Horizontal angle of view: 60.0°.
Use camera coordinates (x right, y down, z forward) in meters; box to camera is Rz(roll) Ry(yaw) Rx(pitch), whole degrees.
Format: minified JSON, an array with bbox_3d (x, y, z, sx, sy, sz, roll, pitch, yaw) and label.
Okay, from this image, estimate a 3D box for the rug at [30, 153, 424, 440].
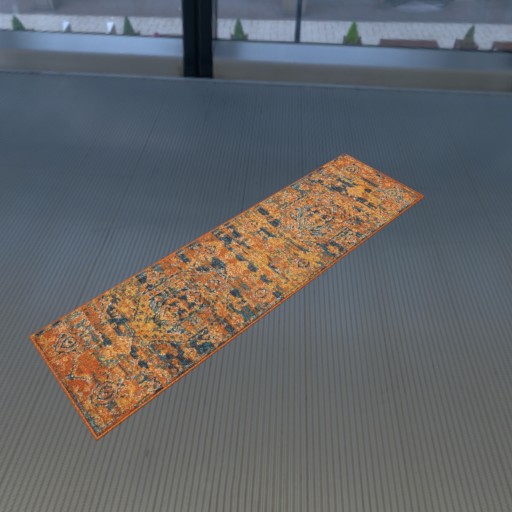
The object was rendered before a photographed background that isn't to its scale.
[{"bbox_3d":[0.000,0.000,2.430,2.274,0.016,0.651,-33,55,-28],"label":"rug"}]
